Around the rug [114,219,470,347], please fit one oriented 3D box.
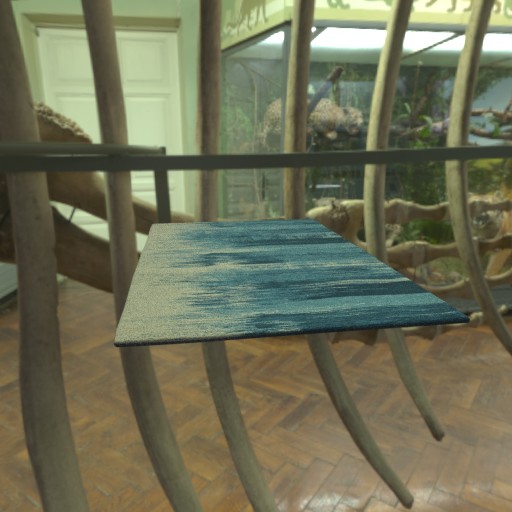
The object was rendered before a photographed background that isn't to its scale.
[{"bbox_3d":[0.000,0.000,2.985,1.540,0.027,2.450,-2,15,-9],"label":"rug"}]
